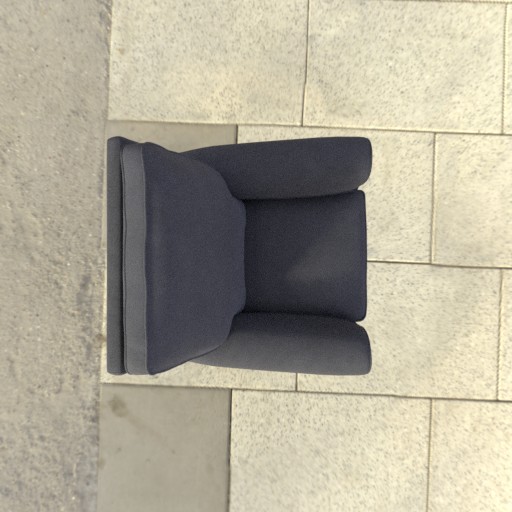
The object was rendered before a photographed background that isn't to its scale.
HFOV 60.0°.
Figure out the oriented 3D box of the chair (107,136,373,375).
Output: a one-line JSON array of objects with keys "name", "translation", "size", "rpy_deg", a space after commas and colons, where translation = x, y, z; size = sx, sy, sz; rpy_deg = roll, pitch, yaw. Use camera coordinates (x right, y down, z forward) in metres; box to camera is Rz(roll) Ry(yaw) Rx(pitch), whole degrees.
[{"name": "chair", "translation": [0.000, 0.000, 1.696], "size": [0.878, 0.961, 0.890], "rpy_deg": [0, 90, 1]}]
